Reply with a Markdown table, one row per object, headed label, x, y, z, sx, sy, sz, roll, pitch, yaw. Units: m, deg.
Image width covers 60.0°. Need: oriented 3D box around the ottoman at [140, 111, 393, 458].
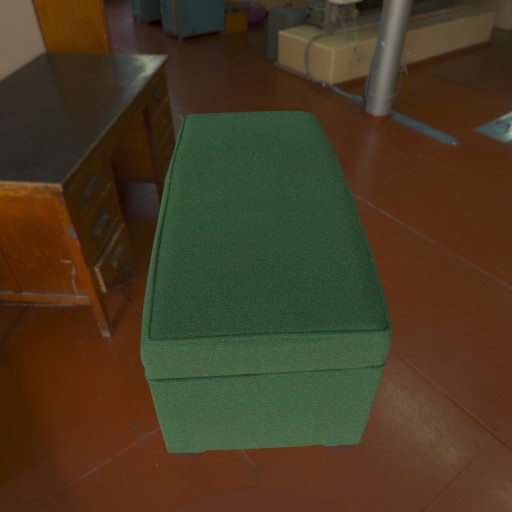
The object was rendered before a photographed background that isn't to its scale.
| label | x | y | z | sx | sy | sz | roll | pitch | yaw |
| --- | --- | --- | --- | --- | --- | --- | --- | --- | --- |
| ottoman | 0.000 | 0.000 | 1.227 | 0.483 | 0.471 | 0.957 | -2 | 41 | -2 |
